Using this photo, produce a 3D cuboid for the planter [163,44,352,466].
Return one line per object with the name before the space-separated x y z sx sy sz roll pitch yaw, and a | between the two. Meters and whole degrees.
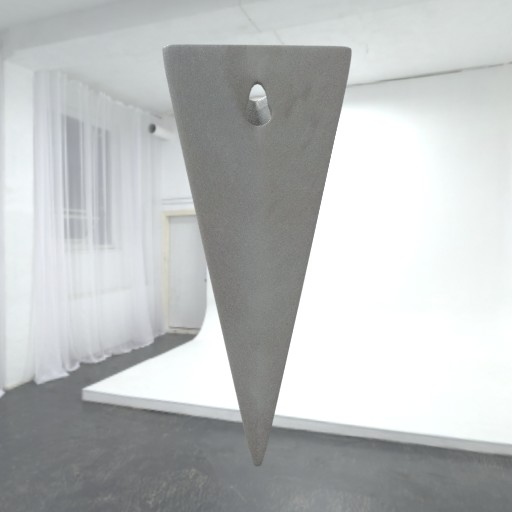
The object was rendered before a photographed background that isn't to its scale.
planter | 0.000 0.000 0.159 0.058 0.130 0.047 0 1 -1
